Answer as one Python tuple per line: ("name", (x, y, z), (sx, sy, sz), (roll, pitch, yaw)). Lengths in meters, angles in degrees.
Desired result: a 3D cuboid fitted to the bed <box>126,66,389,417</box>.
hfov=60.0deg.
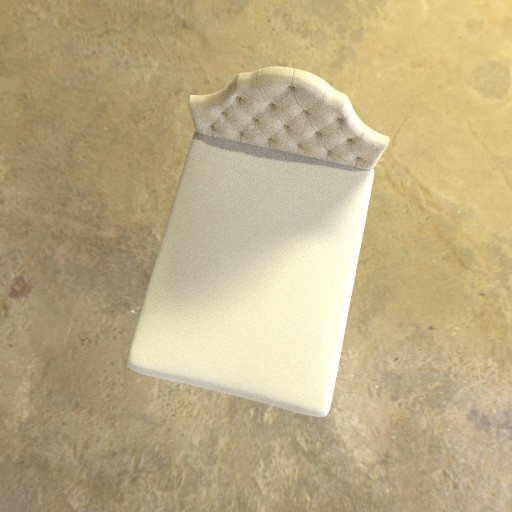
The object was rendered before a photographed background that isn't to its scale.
("bed", (0.000, 0.000, 3.287), (1.627, 1.575, 2.092), (13, 76, 3))
